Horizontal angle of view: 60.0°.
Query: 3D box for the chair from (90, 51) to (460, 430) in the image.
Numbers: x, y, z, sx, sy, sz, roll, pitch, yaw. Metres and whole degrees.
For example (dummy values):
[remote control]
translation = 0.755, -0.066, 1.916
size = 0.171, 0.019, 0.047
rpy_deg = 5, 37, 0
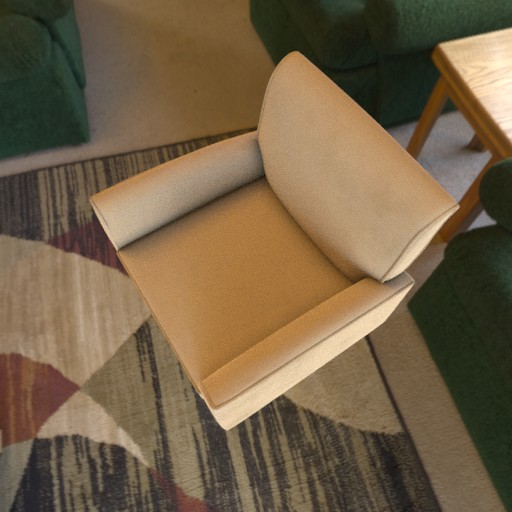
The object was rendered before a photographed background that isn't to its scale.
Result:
[chair]
translation = 0.000, 0.000, 1.577
size = 0.821, 0.915, 0.820
rpy_deg = -30, 66, -15
